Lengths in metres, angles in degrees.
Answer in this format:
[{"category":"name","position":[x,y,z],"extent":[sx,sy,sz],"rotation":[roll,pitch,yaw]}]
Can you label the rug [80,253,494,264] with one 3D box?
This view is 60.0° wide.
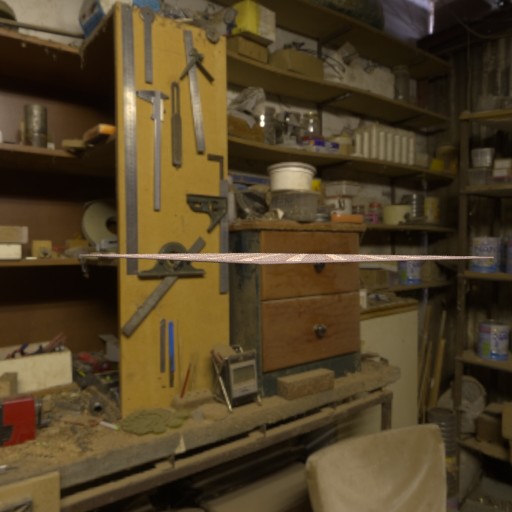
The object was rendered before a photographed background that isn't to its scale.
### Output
[{"category":"rug","position":[0.000,0.000,4.220],"extent":[2.382,0.018,3.294],"rotation":[-1,1,-36]}]
